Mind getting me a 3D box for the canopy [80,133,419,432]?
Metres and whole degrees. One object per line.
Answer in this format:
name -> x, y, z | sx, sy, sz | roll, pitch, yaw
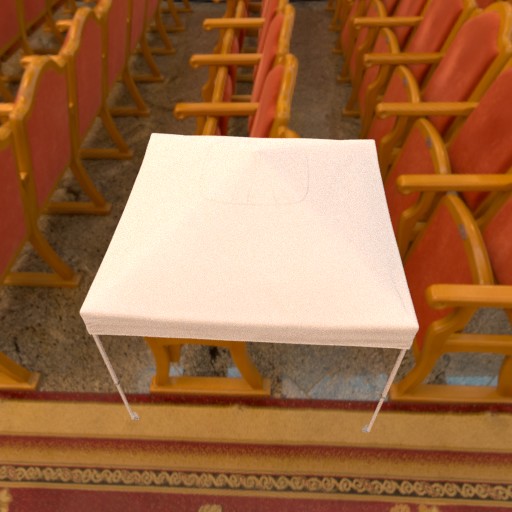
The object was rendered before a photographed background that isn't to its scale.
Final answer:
canopy -> 0.000, 0.000, 5.421 | 2.996, 2.997, 2.998 | 2, 47, 2
